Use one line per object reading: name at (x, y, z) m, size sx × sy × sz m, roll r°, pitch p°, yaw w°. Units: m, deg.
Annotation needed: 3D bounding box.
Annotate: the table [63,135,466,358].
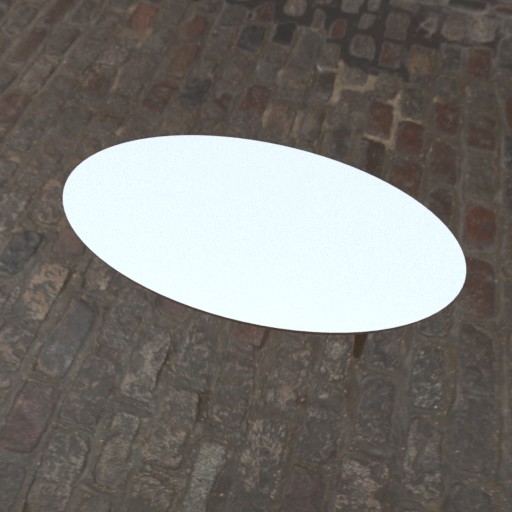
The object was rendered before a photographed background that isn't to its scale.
table at (0.000, 0.000, 1.339) m, size 1.083 × 0.390 × 0.542 m, roll 14°, pitch 64°, yaw 7°
